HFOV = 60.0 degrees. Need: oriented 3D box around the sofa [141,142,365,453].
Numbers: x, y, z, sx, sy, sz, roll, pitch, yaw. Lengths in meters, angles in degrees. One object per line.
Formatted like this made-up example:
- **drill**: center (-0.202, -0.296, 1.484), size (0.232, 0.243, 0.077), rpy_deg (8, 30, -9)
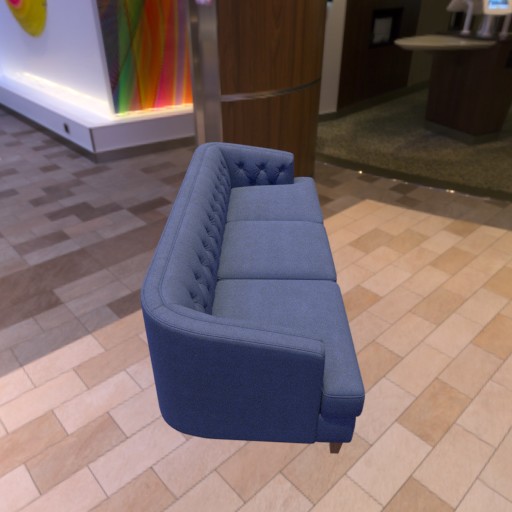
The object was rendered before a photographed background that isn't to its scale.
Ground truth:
- **sofa**: center (0.000, 0.000, 2.716), size (0.914, 0.787, 2.235), rpy_deg (0, 32, 1)
